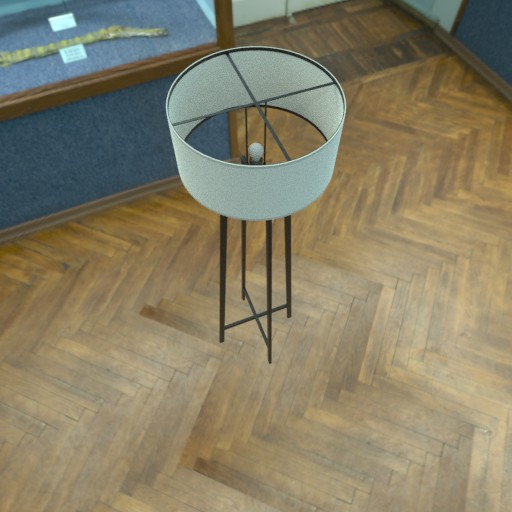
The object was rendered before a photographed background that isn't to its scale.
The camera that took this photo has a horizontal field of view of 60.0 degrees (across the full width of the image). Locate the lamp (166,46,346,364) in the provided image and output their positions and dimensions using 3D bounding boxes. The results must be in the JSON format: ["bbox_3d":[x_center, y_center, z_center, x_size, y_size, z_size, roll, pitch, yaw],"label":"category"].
[{"bbox_3d":[0.000,0.000,1.773,0.457,1.510,0.456,-18,60,-11],"label":"lamp"}]
